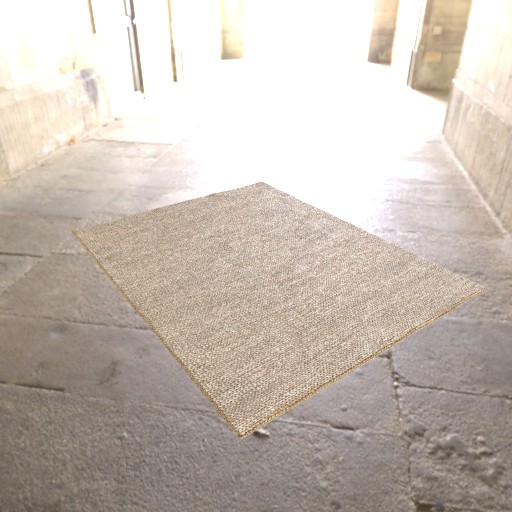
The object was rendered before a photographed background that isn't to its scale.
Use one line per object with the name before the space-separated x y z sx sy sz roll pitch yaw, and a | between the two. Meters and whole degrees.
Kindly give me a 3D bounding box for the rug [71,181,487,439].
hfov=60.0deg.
rug | 0.000 0.000 4.041 2.429 0.030 3.052 -20 35 -31
